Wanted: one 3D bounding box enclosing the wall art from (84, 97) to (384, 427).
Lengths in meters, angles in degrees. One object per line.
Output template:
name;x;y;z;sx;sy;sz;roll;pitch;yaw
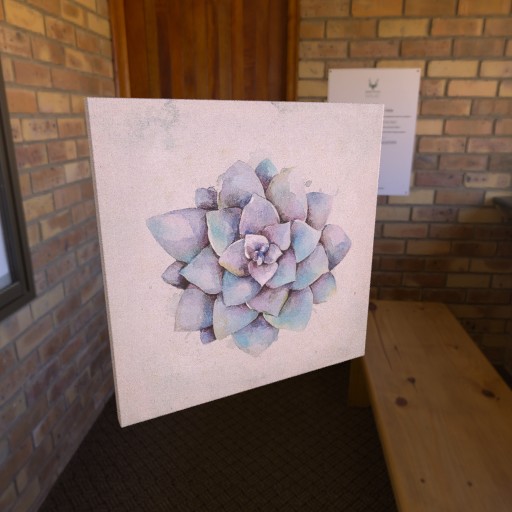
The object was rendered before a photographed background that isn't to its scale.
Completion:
wall art;0.000;0.000;1.156;0.762;0.762;0.038;-9;19;-26
